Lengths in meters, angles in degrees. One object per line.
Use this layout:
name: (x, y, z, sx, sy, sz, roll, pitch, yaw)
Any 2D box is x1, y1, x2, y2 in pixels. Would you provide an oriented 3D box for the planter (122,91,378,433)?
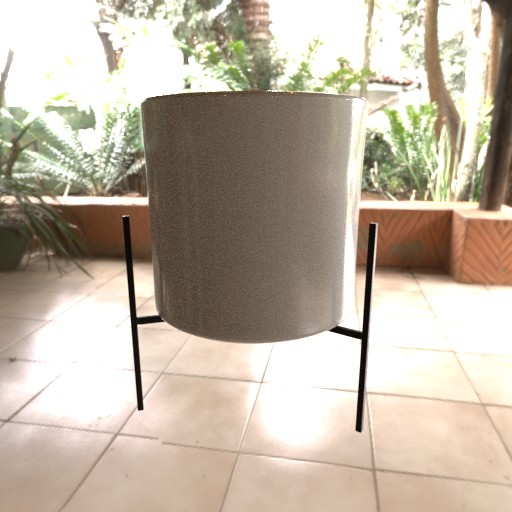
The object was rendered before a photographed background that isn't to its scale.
planter: (0.000, 0.000, 0.730, 0.360, 0.480, 0.361, 2, 15, 9)
